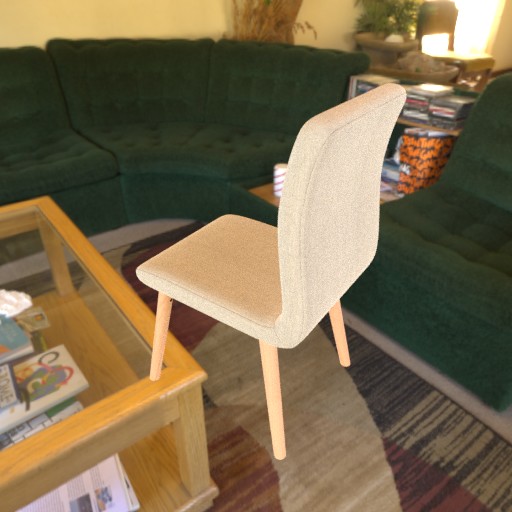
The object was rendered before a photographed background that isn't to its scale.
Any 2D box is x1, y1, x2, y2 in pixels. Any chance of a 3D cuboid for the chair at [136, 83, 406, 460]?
[{"bbox_3d":[0.000,0.000,1.191,0.550,0.885,0.435,20,38,29],"label":"chair"}]
